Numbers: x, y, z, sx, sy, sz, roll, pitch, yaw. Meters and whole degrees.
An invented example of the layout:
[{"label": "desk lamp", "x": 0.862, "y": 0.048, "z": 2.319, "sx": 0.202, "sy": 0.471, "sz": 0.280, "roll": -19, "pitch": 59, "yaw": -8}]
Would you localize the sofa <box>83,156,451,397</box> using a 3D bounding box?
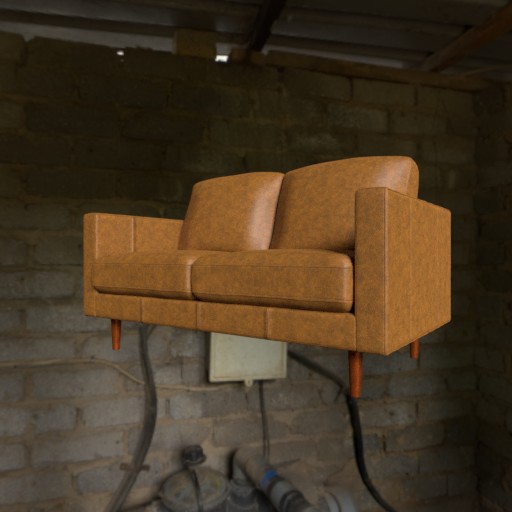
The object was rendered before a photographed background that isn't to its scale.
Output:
[{"label": "sofa", "x": 0.000, "y": 0.000, "z": 2.144, "sx": 1.578, "sy": 0.951, "sz": 0.909, "roll": 0, "pitch": 0, "yaw": 35}]
